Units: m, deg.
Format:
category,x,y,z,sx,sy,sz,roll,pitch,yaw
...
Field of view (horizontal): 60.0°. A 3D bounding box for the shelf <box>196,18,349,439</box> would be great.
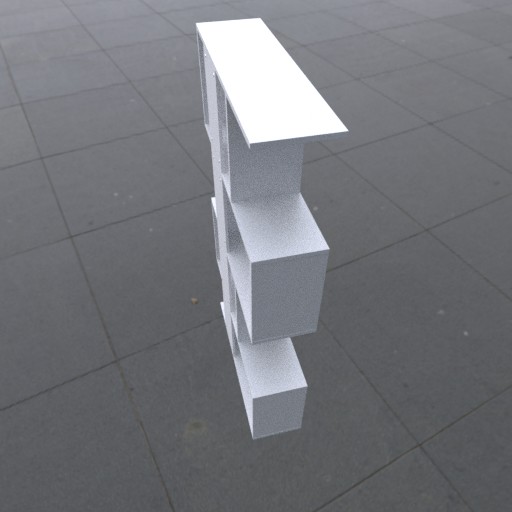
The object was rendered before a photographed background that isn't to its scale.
category,x,y,z,sx,sy,sz,roll,pitch,yaw
shelf,0.000,0.000,1.949,0.250,1.650,0.890,-10,45,-10
